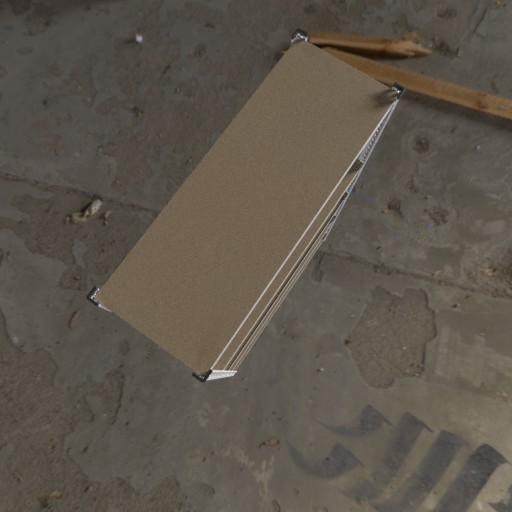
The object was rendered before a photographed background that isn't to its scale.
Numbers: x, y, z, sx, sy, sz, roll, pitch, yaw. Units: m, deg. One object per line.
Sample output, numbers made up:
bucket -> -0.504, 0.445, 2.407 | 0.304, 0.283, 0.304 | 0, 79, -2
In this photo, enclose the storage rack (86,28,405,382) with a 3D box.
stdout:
storage rack -> 0.000, 0.000, 2.357 | 0.457, 1.829, 1.219 | 33, 78, 8
